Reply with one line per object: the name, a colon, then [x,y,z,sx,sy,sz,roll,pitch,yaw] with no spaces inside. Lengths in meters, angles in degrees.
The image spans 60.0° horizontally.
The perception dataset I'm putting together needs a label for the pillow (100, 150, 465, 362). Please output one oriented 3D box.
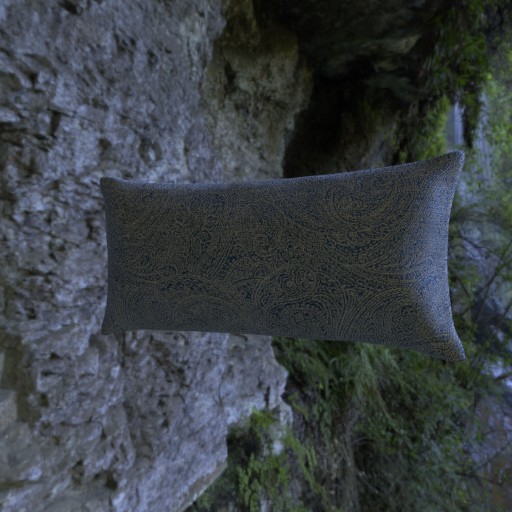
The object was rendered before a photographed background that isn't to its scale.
pillow: [0.000,0.000,0.720,0.615,0.295,0.151,0,0,20]
